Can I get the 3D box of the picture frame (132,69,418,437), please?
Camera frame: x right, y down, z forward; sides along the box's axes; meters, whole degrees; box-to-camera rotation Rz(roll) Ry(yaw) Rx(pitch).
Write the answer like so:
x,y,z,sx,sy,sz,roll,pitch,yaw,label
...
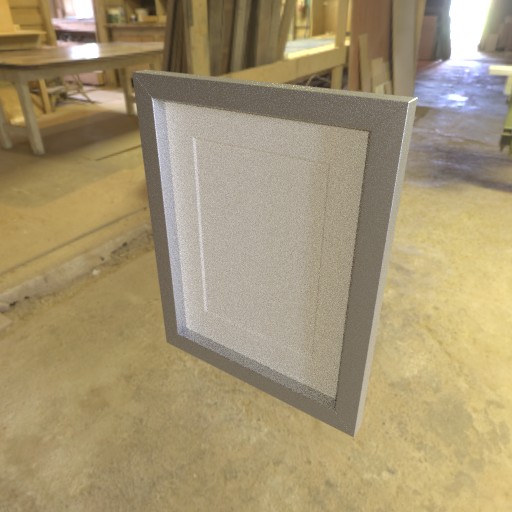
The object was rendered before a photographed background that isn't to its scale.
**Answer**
x,y,z,sx,sy,sz,roll,pitch,yaw,label
0.000,0.000,0.523,0.307,0.386,0.036,19,35,29,picture frame
